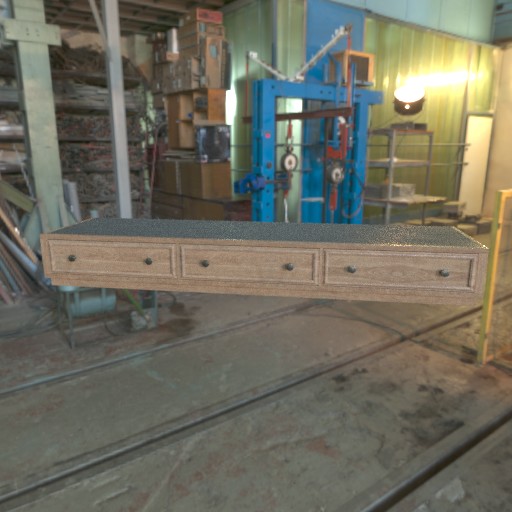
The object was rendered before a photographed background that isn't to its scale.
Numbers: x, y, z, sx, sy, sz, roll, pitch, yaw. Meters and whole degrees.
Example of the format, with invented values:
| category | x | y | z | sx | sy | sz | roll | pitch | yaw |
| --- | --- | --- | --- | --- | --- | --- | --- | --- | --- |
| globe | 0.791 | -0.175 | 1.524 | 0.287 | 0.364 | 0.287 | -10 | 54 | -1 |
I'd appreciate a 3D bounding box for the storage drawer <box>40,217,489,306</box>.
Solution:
| category | x | y | z | sx | sy | sz | roll | pitch | yaw |
| --- | --- | --- | --- | --- | --- | --- | --- | --- | --- |
| storage drawer | 0.000 | 0.000 | 2.258 | 2.032 | 0.264 | 0.538 | 2 | 14 | 8 |
